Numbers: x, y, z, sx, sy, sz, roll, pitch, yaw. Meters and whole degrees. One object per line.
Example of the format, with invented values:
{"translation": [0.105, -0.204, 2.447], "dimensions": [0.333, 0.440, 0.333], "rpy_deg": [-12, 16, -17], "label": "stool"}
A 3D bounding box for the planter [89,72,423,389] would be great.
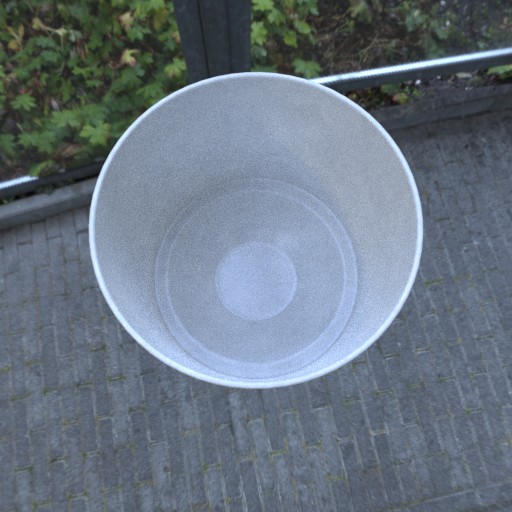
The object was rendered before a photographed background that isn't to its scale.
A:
{"translation": [0.000, 0.000, 0.446], "dimensions": [0.250, 0.239, 0.250], "rpy_deg": [0, 75, 0], "label": "planter"}
